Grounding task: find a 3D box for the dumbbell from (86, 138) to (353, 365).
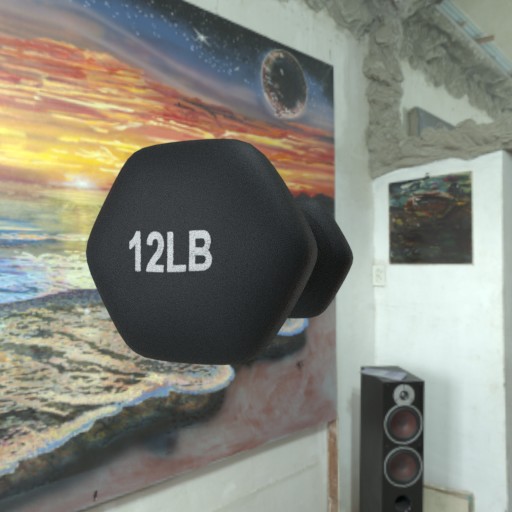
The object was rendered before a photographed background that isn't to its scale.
[{"bbox_3d":[0.000,0.000,0.294,0.112,0.101,0.231,0,-1,18],"label":"dumbbell"}]
